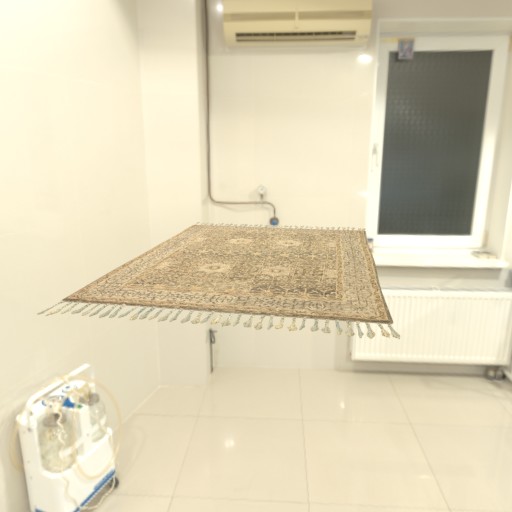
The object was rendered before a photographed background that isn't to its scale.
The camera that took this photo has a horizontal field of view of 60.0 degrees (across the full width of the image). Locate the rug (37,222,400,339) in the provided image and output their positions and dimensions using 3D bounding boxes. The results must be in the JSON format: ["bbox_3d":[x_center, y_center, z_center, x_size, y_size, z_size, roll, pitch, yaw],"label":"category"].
[{"bbox_3d":[0.000,0.000,3.065,1.619,0.023,2.465,3,15,10],"label":"rug"}]
